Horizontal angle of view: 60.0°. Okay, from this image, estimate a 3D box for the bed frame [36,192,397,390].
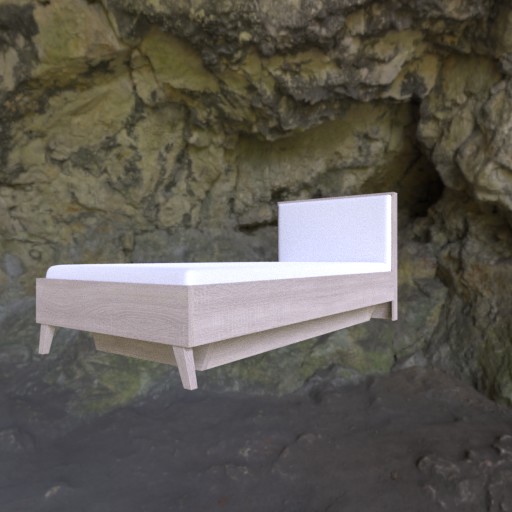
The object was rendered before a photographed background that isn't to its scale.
[{"bbox_3d":[0.000,0.000,2.649,0.990,0.920,2.140,0,0,36],"label":"bed frame"}]
